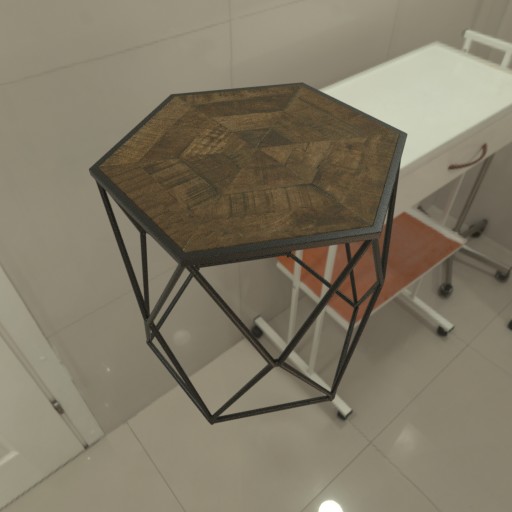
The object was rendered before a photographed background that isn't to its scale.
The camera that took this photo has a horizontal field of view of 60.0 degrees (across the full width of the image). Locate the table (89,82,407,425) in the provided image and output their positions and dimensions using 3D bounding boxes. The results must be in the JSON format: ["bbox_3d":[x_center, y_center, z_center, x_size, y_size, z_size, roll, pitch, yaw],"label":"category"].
[{"bbox_3d":[0.000,0.000,1.018,0.579,0.564,0.578,-31,54,-27],"label":"table"}]
